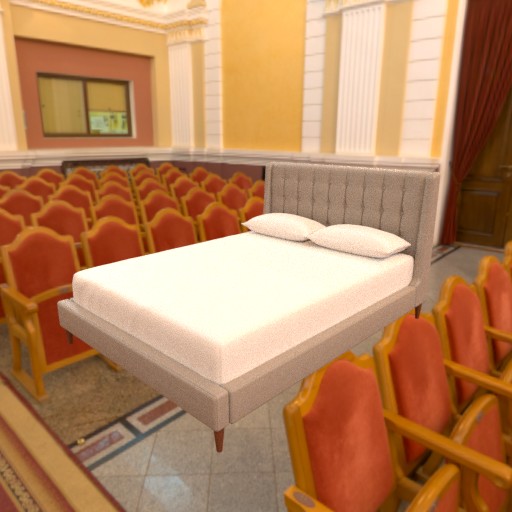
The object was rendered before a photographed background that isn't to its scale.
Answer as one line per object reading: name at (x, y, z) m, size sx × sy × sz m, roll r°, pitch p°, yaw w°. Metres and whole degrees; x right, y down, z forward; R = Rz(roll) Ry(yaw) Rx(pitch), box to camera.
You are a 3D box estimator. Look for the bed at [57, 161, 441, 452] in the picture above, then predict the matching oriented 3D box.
bed at (0.000, 0.000, 3.186) m, size 1.656 × 1.147 × 2.232 m, roll 15°, pitch 22°, yaw 42°
